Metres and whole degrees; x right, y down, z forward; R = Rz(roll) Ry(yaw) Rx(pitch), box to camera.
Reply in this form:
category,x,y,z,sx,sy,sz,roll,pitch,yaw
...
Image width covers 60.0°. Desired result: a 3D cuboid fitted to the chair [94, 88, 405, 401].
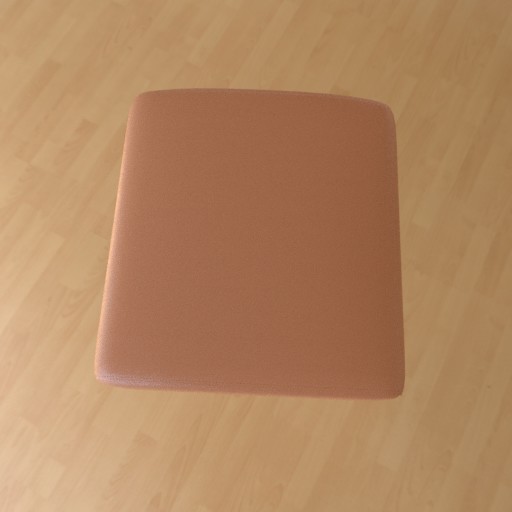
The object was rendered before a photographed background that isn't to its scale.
category,x,y,z,sx,sy,sz,roll,pitch,yaw
chair,0.000,0.000,0.884,0.530,0.410,0.530,3,75,1
